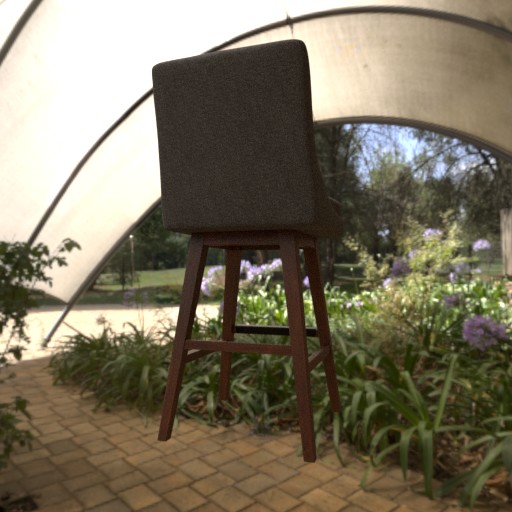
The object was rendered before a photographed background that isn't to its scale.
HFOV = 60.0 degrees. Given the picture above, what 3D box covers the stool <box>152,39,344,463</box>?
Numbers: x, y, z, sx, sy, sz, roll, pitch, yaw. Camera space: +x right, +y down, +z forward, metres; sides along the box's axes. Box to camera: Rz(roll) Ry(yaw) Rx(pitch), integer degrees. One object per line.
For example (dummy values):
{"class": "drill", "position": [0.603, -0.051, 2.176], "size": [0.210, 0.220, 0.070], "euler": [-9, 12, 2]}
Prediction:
{"class": "stool", "position": [0.000, 0.000, 1.396], "size": [0.489, 1.068, 0.572], "euler": [-1, -2, 19]}
